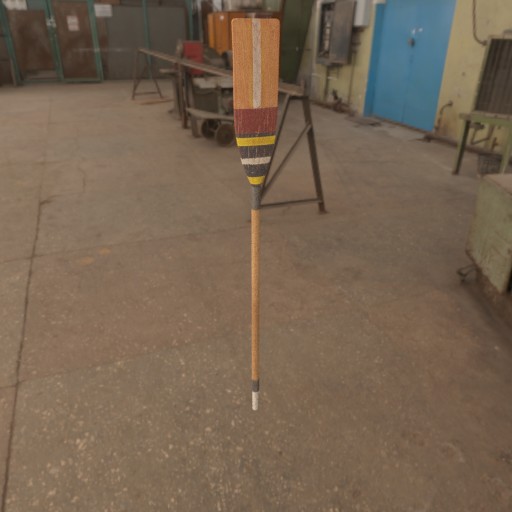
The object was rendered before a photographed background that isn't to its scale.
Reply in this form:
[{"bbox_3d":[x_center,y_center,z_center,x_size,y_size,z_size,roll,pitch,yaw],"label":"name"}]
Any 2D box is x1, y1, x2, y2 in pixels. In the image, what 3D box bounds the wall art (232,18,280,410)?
[{"bbox_3d":[0.000,0.000,1.647,0.146,1.556,0.038,-9,29,-16],"label":"wall art"}]
